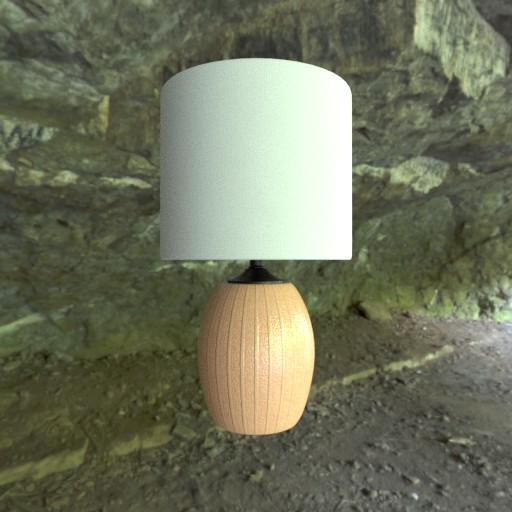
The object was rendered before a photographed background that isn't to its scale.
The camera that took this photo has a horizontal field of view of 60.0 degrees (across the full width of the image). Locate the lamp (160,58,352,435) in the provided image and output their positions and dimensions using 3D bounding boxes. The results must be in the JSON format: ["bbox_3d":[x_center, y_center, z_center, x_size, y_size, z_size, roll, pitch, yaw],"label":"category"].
[{"bbox_3d":[0.000,0.000,0.777,0.329,0.570,0.329,0,0,0],"label":"lamp"}]
